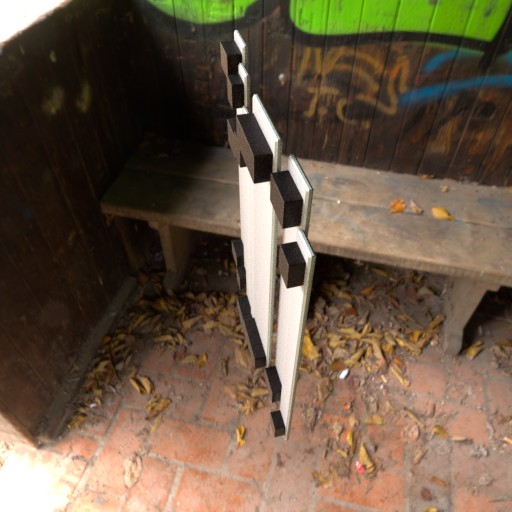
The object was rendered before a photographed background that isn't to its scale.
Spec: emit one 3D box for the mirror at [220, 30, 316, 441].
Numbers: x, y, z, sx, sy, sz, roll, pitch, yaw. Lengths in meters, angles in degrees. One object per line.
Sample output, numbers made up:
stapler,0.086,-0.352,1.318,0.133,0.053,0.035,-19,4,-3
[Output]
mirror,0.000,0.000,0.784,0.058,0.611,0.445,-11,49,-10
